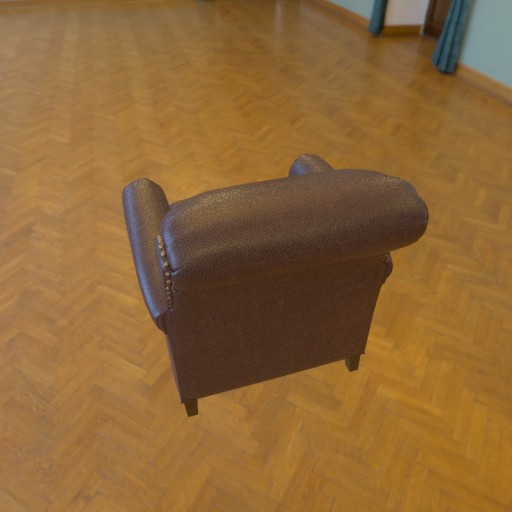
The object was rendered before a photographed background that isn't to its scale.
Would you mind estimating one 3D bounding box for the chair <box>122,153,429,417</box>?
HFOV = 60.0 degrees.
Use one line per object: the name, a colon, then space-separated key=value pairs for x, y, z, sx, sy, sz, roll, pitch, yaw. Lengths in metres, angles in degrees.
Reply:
chair: x=0.000 y=0.000 z=1.601 sx=0.854 sy=0.927 sz=0.890 roll=-11 pitch=41 yaw=-13
